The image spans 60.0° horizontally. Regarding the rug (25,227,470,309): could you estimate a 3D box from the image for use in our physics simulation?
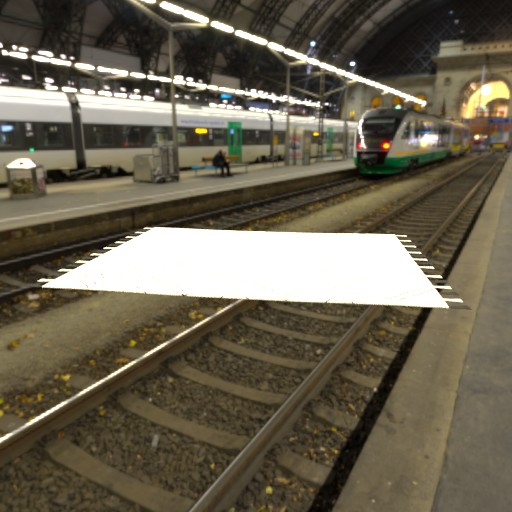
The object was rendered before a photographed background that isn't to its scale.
[{"bbox_3d":[0.000,0.000,4.260,3.221,0.026,2.342,2,15,8],"label":"rug"}]
